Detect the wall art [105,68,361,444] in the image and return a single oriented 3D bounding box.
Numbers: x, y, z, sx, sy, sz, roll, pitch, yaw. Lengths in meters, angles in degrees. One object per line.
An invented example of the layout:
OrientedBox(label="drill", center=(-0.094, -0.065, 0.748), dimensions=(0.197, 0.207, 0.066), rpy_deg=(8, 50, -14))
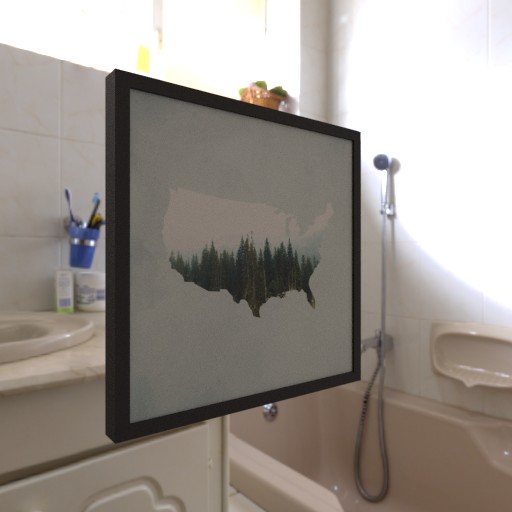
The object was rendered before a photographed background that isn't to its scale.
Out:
OrientedBox(label="wall art", center=(0.000, 0.000, 0.769), dimensions=(0.509, 0.509, 0.040), rpy_deg=(0, 0, -37))
